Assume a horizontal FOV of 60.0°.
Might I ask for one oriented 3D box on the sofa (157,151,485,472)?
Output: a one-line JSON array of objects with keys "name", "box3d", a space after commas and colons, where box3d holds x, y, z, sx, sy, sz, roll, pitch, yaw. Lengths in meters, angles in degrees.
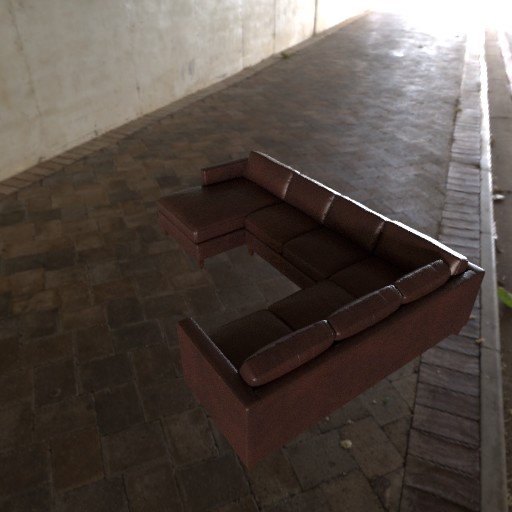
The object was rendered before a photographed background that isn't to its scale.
[{"name": "sofa", "box3d": [0.000, 0.000, 4.461, 2.452, 0.891, 3.324, -21, 39, -28]}]
